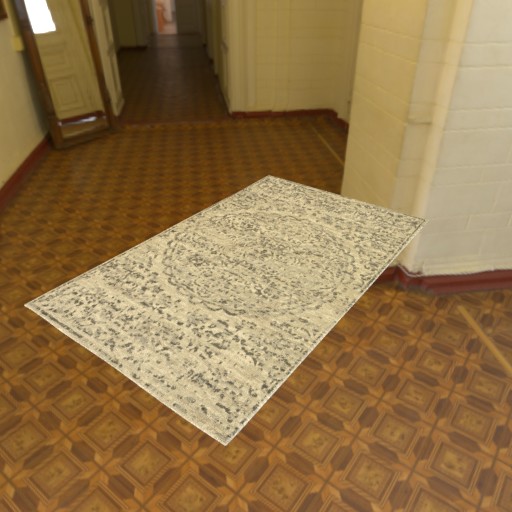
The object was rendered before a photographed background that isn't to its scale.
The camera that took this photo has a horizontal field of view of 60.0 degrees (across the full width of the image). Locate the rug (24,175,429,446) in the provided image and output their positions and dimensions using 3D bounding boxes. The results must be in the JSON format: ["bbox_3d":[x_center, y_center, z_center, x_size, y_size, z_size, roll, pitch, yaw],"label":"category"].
[{"bbox_3d":[0.000,0.000,3.007,1.527,0.021,2.447,22,39,30],"label":"rug"}]
